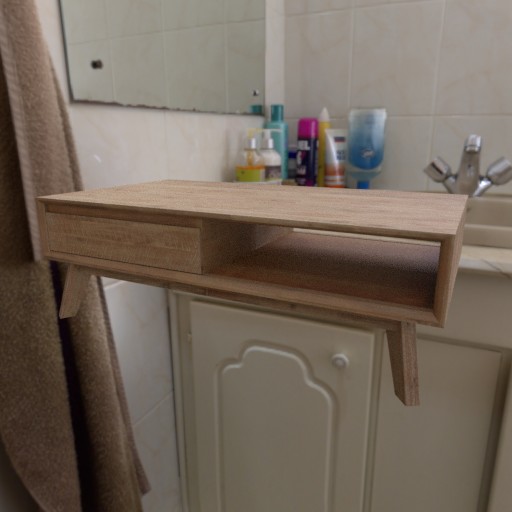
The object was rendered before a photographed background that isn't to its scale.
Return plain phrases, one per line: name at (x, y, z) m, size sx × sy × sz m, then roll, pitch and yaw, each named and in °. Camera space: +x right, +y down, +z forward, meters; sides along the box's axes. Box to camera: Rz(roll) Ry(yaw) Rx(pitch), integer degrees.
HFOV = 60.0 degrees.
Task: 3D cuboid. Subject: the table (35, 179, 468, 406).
table at (0.000, 0.000, 1.965) m, size 1.619 × 0.531 × 0.918 m, roll 7°, pitch 17°, yaw 26°
